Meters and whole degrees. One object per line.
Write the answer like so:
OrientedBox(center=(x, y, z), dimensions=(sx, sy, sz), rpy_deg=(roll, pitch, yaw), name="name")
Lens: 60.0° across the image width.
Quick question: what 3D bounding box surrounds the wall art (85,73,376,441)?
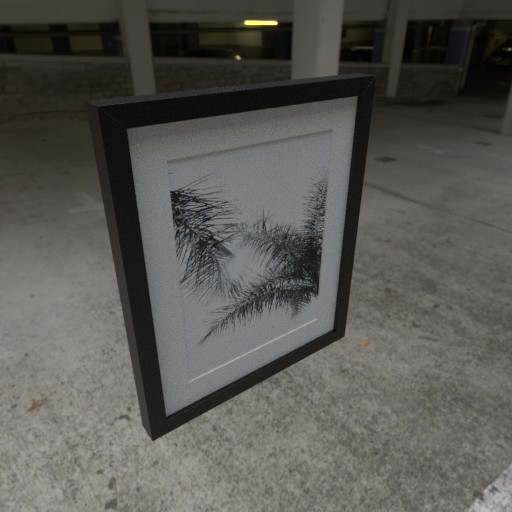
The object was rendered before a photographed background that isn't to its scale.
OrientedBox(center=(0.000, 0.000, 0.526), dimensions=(0.325, 0.380, 0.028), rpy_deg=(-20, 34, -32), name="wall art")
